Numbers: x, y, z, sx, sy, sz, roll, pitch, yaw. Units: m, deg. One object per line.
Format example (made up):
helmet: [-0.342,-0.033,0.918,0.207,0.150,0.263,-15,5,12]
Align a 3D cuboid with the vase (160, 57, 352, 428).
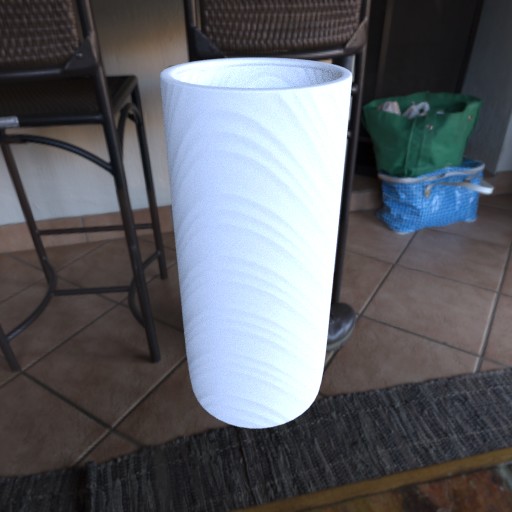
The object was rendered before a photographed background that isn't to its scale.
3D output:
vase: [0.000,0.000,0.404,0.143,0.316,0.143,0,32,0]
